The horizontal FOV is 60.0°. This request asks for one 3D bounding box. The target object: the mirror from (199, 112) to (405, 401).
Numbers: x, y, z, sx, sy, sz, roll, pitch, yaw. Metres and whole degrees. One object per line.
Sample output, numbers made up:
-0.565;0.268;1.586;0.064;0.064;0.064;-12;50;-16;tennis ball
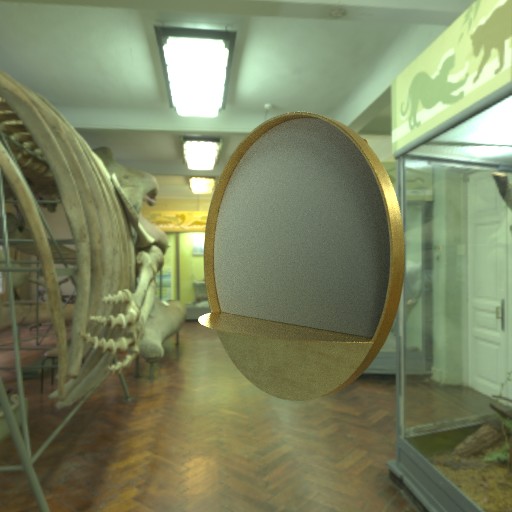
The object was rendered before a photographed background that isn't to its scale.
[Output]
0.000;0.000;0.702;0.133;0.457;0.457;0;-1;-37;mirror
